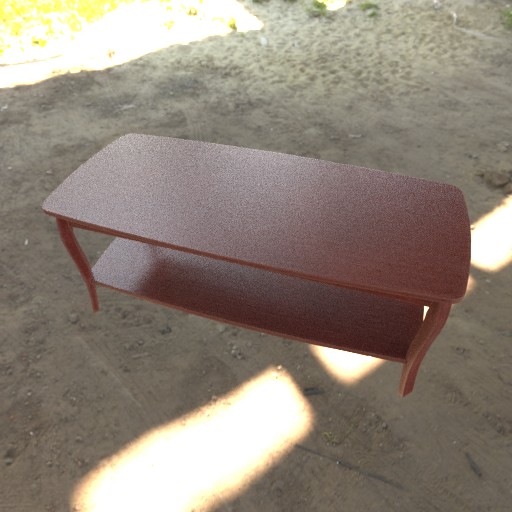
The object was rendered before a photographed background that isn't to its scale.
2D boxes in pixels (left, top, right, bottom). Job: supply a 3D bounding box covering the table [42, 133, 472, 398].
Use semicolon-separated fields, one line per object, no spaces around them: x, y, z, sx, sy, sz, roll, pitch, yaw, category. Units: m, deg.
0.000;0.000;1.487;1.216;0.473;0.561;12;43;14;table
